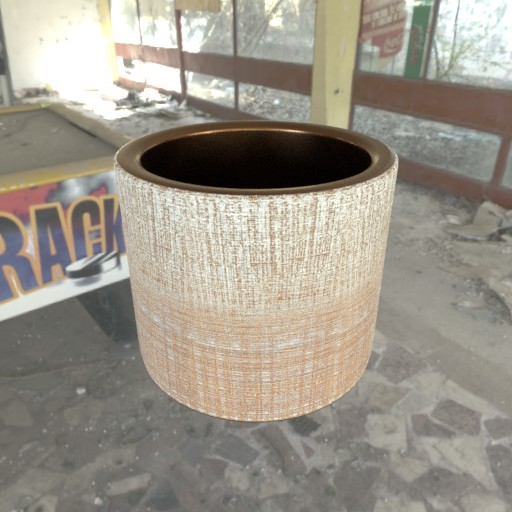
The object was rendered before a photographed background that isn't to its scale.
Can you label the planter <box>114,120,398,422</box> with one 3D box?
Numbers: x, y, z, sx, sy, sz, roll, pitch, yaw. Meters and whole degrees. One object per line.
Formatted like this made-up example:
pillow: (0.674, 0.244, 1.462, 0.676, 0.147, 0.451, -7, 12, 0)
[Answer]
planter: (0.000, 0.000, 0.194, 0.109, 0.096, 0.109, 0, 28, 0)
